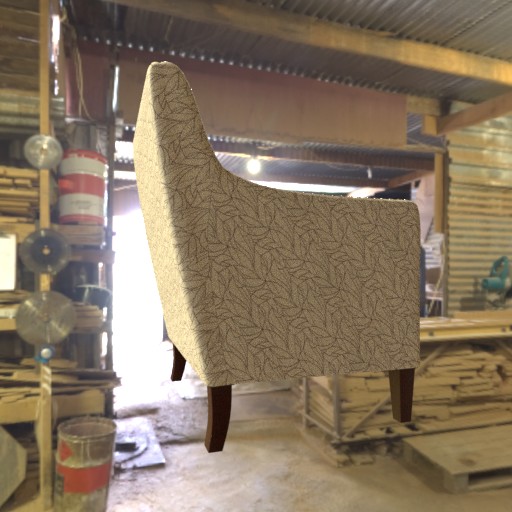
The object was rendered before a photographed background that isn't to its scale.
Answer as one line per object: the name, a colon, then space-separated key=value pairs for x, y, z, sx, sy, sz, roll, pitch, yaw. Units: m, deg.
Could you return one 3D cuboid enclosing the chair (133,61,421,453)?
chair: x=0.000 y=0.000 z=1.263 sx=0.651 sy=0.816 sz=0.623 roll=0 pitch=0 yaw=-18
